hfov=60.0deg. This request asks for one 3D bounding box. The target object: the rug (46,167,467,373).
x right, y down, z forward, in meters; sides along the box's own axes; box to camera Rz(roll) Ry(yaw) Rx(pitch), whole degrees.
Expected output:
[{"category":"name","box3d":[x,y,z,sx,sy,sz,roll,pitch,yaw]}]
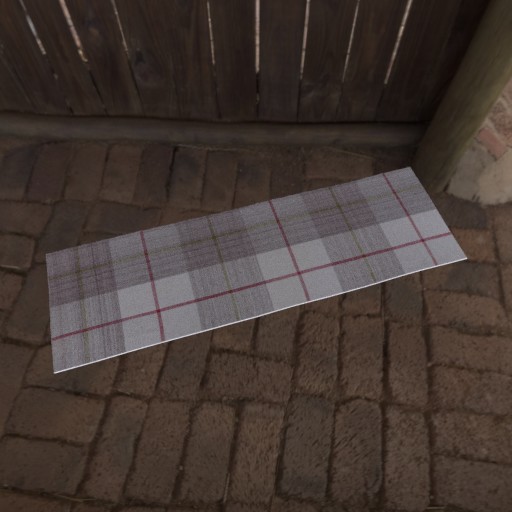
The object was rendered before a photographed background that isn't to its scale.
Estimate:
[{"category":"rug","box3d":[0.000,0.000,2.688,2.439,0.013,0.762,-14,60,-8]}]
